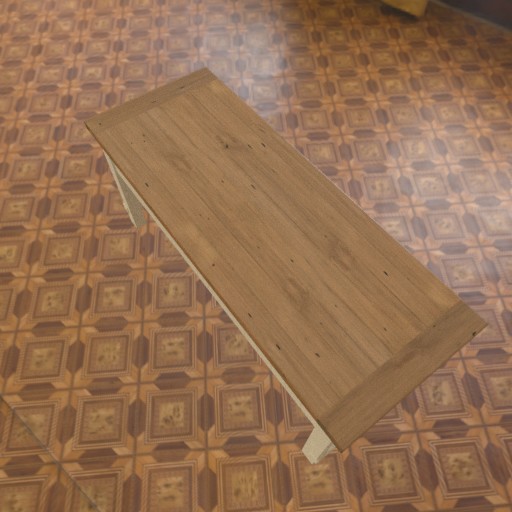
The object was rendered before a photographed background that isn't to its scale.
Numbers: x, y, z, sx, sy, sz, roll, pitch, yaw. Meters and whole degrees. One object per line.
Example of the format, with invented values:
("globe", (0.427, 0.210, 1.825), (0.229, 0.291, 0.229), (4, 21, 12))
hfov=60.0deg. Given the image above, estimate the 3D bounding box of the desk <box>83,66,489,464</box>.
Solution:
("desk", (0.000, 0.000, 2.146), (0.688, 0.762, 1.803), (-32, 64, -18))
